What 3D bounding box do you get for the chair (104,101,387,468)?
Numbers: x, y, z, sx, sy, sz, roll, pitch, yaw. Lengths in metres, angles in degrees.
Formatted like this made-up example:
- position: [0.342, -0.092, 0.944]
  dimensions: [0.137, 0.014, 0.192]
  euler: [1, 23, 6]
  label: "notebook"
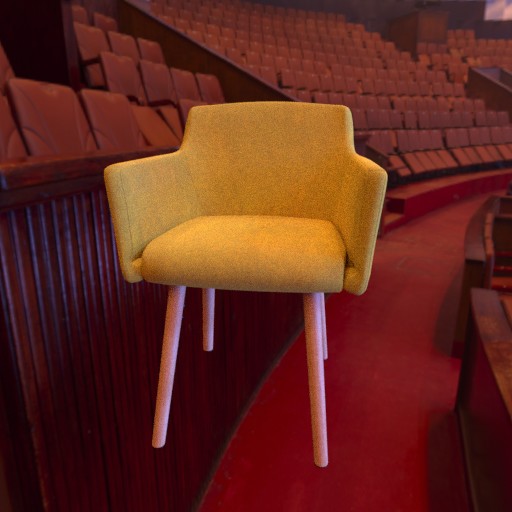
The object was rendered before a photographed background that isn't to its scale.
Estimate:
- position: [0.000, 0.000, 1.151]
  dimensions: [0.570, 0.780, 0.570]
  euler: [2, 17, 8]
  label: "chair"
